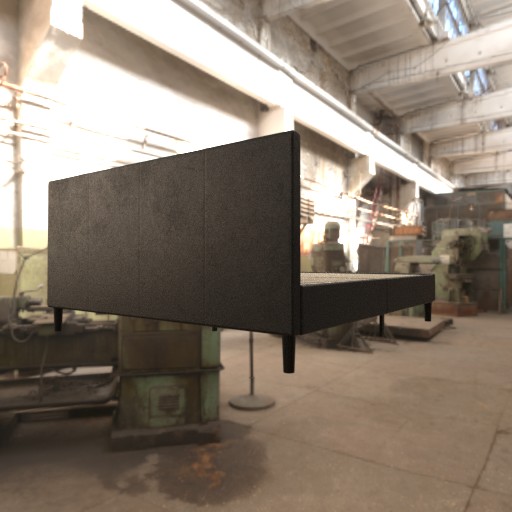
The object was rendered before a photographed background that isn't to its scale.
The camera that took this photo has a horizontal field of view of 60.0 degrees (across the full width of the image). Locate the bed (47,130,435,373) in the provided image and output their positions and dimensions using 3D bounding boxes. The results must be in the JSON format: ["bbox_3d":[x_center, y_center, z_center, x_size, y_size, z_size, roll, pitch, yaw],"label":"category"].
[{"bbox_3d":[0.000,0.000,3.333,2.018,1.046,2.152,-1,-1,37],"label":"bed"}]
